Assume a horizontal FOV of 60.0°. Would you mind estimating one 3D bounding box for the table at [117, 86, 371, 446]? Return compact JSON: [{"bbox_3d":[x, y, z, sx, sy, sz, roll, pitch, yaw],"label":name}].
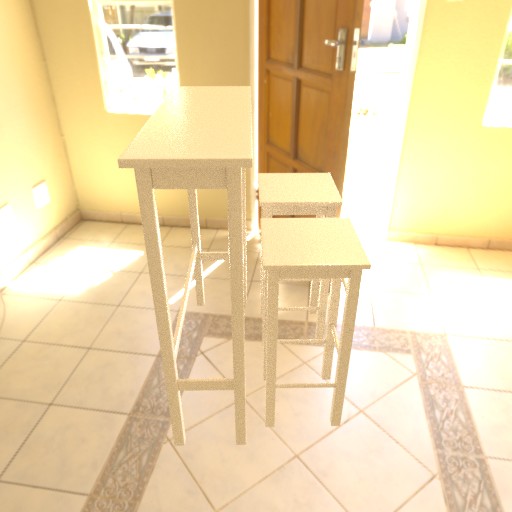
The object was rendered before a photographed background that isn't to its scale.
[{"bbox_3d":[0.000,0.000,1.683,0.650,1.065,0.915,0,31,-1],"label":"table"}]
